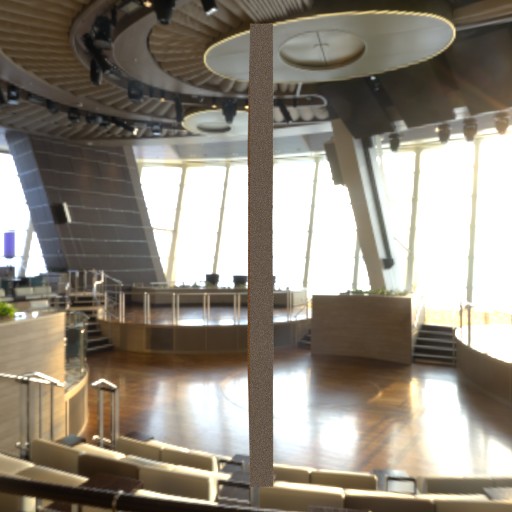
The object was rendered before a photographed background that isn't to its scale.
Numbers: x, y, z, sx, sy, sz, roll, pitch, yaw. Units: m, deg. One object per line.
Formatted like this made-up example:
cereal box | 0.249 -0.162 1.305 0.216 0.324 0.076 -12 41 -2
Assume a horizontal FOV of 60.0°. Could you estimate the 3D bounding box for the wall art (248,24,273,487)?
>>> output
wall art | 0.000 0.000 1.110 0.038 0.762 0.762 0 0 -1
